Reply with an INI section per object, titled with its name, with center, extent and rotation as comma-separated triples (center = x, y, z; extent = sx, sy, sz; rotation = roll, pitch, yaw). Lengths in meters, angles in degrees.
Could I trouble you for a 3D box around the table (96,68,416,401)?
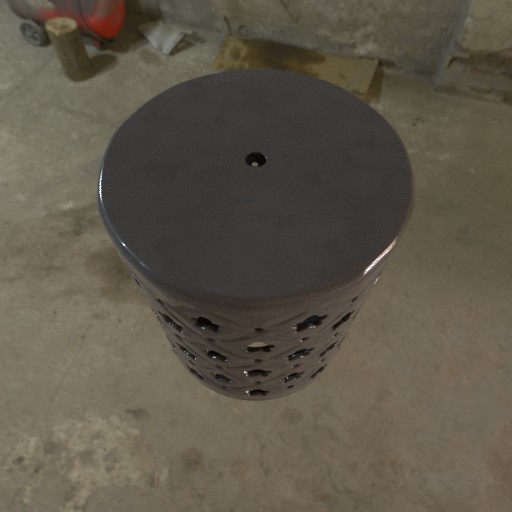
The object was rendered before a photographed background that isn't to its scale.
[table]
center = 0.000, 0.000, 0.647
extent = 0.352, 0.387, 0.352
rotation = 0, 57, 0
